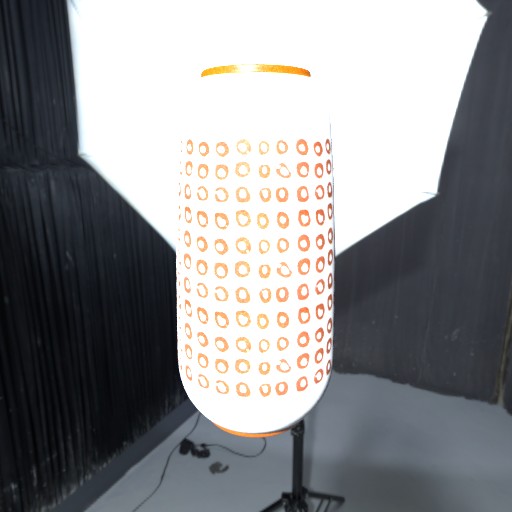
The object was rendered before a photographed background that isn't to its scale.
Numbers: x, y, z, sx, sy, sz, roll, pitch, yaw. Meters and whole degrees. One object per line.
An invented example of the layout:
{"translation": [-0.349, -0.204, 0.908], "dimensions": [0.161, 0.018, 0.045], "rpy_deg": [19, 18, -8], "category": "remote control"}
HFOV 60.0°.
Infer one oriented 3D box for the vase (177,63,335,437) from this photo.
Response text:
{"translation": [0.000, 0.000, 0.365], "dimensions": [0.133, 0.282, 0.133], "rpy_deg": [0, 14, 0], "category": "vase"}
